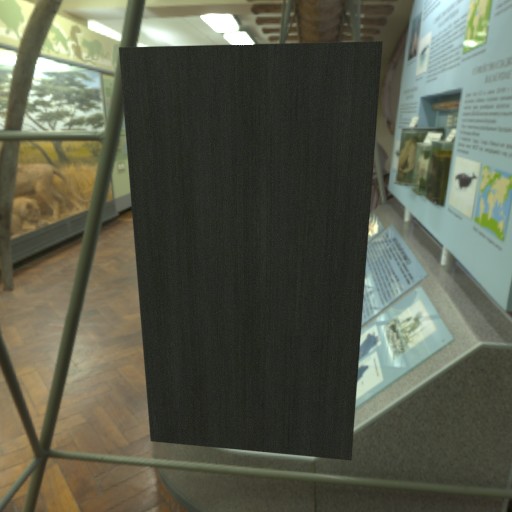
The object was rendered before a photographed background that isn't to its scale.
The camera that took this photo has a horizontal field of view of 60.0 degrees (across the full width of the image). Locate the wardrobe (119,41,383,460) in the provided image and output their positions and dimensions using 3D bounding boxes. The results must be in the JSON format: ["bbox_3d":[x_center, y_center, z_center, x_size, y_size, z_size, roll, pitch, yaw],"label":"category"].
[{"bbox_3d":[0.000,0.000,2.175,0.991,1.808,0.577,2,17,7],"label":"wardrobe"}]
